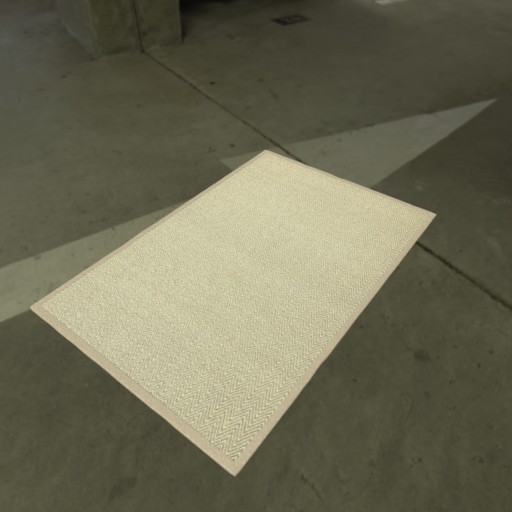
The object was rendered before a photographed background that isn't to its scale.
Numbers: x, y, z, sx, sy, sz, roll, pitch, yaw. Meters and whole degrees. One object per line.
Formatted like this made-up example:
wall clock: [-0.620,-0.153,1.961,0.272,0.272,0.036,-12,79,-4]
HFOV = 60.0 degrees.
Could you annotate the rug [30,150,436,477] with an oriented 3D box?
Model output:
rug: [0.000,0.000,2.876,1.540,0.021,2.290,27,49,27]
